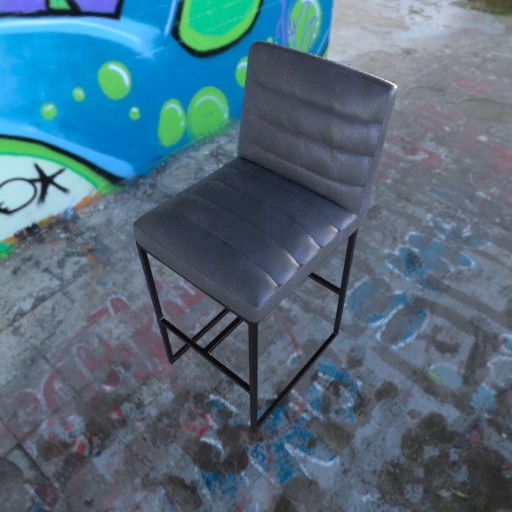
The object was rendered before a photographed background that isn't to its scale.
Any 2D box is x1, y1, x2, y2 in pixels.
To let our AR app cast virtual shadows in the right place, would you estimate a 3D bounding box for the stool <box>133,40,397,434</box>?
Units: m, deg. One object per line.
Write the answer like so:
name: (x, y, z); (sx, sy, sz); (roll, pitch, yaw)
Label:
stool: (0.000, 0.000, 1.387); (0.463, 1.065, 0.562); (31, 54, 26)
